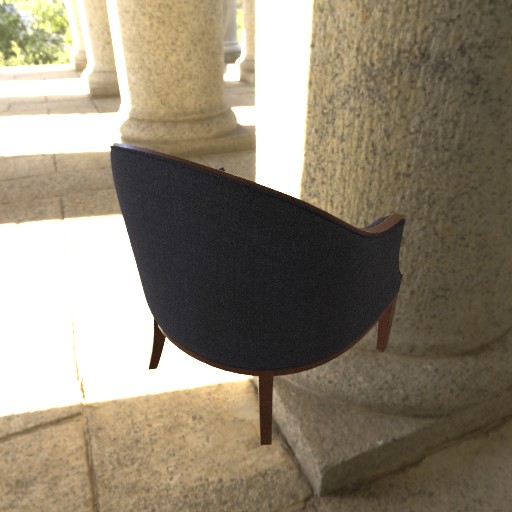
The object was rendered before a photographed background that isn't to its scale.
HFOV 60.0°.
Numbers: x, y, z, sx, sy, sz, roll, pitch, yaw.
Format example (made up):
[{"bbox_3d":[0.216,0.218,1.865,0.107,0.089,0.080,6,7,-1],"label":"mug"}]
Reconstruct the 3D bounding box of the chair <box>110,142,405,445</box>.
[{"bbox_3d":[0.000,0.000,1.478,0.803,0.876,0.735,21,37,32],"label":"chair"}]
